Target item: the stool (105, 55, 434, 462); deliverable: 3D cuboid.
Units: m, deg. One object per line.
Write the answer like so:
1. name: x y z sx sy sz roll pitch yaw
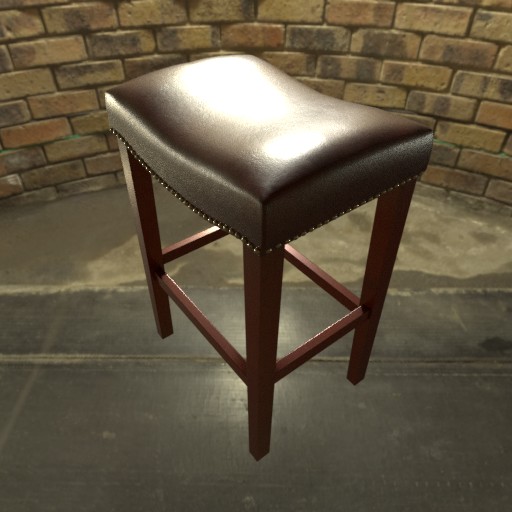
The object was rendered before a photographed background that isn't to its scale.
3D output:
1. stool: 0.000 0.000 1.007 0.372 0.742 0.504 -27 48 -28
